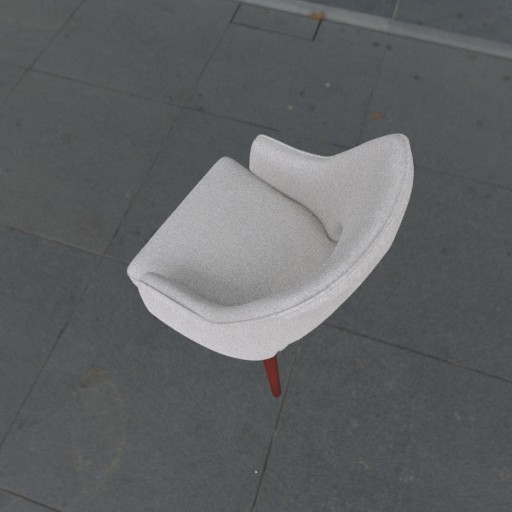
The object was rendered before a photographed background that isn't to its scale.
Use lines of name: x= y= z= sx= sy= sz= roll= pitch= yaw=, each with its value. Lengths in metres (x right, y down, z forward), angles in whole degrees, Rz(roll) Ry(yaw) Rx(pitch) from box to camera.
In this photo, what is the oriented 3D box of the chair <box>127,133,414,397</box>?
chair: x=0.000 y=0.000 z=1.198 sx=0.580 sy=0.840 sz=0.560 roll=30 pitch=68 yaw=14
